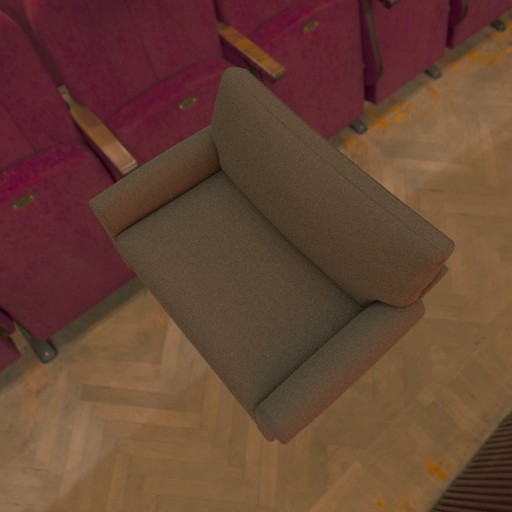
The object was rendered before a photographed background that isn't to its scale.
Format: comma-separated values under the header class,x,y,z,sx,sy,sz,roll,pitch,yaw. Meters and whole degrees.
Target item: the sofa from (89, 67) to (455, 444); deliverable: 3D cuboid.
class,x,y,z,sx,sy,sz,roll,pitch,yaw
sofa,0.000,0.000,2.073,0.940,0.953,1.410,-37,69,-17
